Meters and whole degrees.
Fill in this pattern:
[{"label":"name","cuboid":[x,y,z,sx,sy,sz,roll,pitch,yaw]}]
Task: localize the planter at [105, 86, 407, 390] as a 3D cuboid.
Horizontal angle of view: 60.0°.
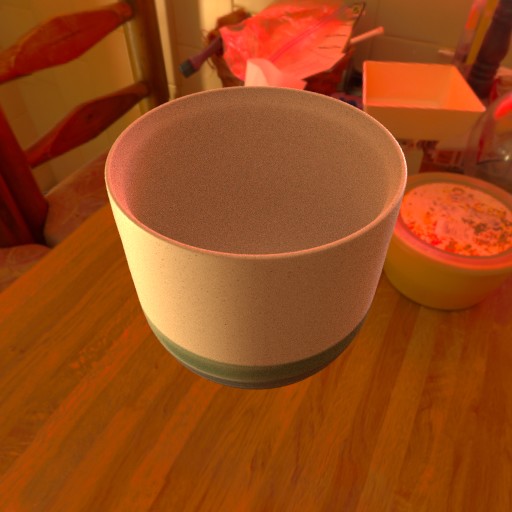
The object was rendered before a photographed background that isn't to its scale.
[{"label":"planter","cuboid":[0.000,0.000,0.496,0.268,0.270,0.268,0,46,0]}]
